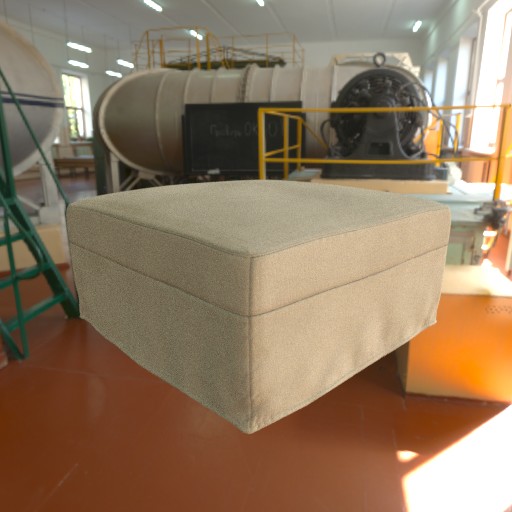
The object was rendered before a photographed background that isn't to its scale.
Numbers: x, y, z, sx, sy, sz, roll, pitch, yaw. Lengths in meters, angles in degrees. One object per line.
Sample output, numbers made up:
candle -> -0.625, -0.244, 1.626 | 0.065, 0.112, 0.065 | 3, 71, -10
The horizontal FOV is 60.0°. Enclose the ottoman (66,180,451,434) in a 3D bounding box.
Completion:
ottoman -> 0.000, 0.000, 1.356 | 0.842, 0.441, 0.843 | -14, 21, -42
